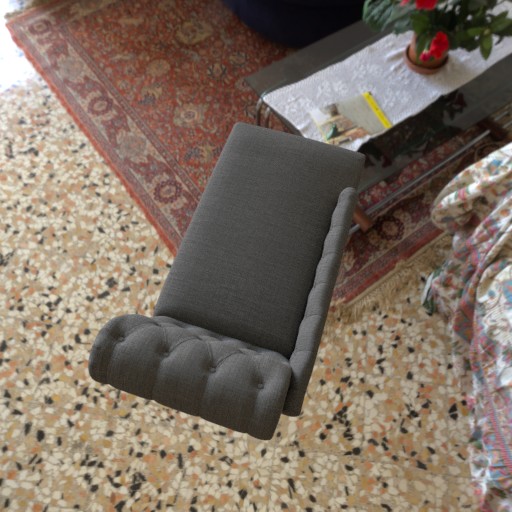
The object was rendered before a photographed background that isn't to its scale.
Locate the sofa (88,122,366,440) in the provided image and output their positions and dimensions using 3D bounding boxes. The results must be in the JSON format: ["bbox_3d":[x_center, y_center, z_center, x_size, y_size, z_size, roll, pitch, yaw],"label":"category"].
[{"bbox_3d":[0.000,0.000,1.862,0.675,0.787,1.379,17,66,8],"label":"sofa"}]
